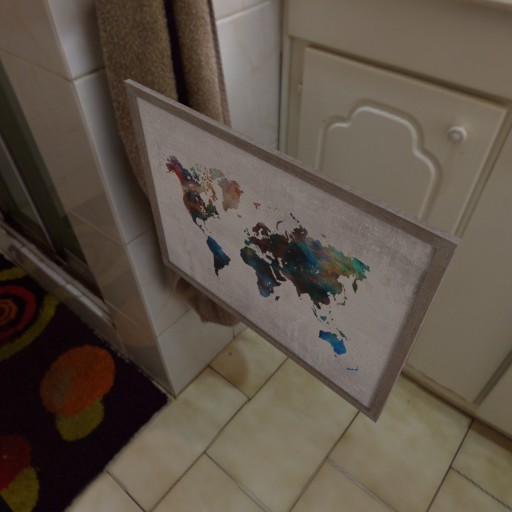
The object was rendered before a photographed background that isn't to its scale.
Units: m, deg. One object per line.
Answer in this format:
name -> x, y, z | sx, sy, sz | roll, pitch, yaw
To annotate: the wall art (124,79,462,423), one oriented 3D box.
wall art -> 0.000, 0.000, 1.332 | 1.012, 0.774, 0.019 | 33, 54, 28
